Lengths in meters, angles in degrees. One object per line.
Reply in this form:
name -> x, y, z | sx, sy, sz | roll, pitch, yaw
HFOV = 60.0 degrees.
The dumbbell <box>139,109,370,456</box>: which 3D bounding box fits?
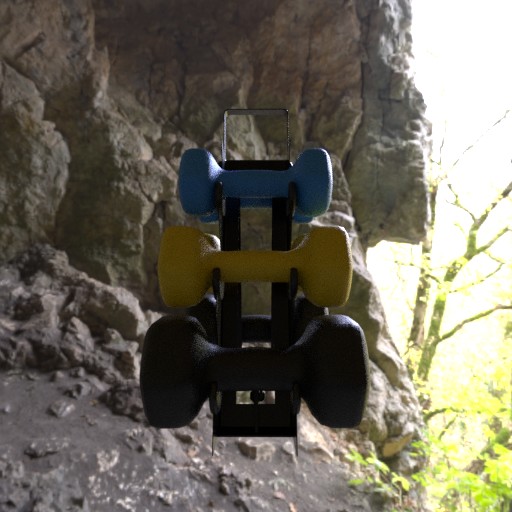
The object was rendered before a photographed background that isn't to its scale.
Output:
dumbbell -> 0.000, 0.000, 0.654 | 0.255, 0.426, 0.409 | 0, 0, 0
